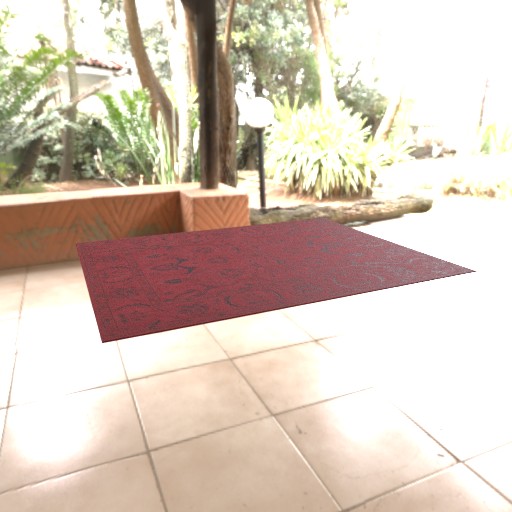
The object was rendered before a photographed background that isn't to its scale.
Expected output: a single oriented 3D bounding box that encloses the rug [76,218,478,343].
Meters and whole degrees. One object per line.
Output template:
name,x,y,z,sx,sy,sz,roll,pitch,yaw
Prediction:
rug,0.000,0.000,4.031,2.929,0.012,2.300,-8,18,-24
